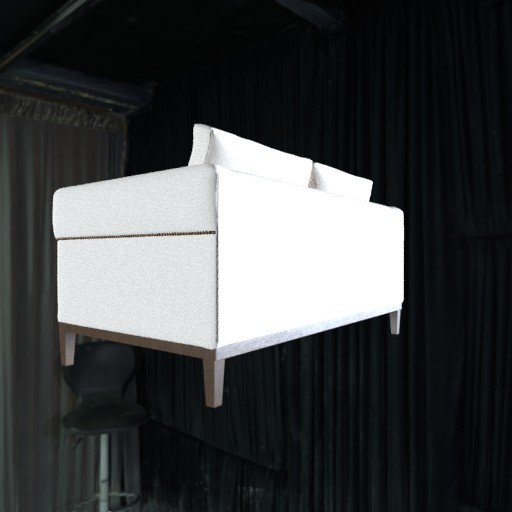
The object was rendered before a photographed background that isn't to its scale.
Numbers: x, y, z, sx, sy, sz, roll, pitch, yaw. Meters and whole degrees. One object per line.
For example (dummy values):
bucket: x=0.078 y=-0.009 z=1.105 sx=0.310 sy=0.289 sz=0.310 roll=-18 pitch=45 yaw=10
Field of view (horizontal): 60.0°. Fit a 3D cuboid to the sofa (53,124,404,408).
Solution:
sofa: x=0.000 y=0.000 z=2.139 sx=0.905 sy=0.873 sz=1.598 roll=0 pitch=0 yaw=37
